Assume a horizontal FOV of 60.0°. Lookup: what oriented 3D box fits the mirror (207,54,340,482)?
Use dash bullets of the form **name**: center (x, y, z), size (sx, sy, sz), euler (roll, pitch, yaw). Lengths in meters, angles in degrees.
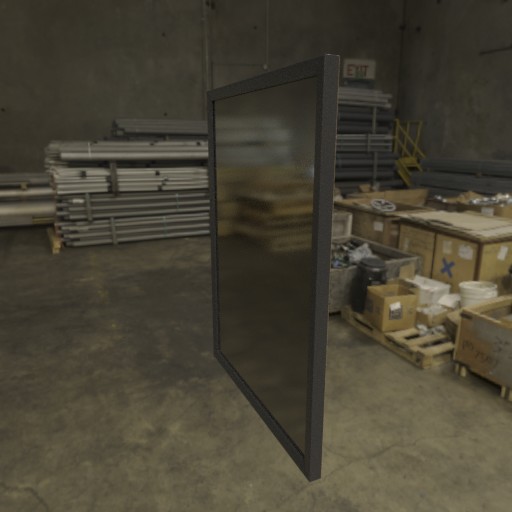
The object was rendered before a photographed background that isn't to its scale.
- **mirror**: center (0.000, 0.000, 1.354), size (0.040, 1.016, 0.762), euler (-6, 16, -23)
